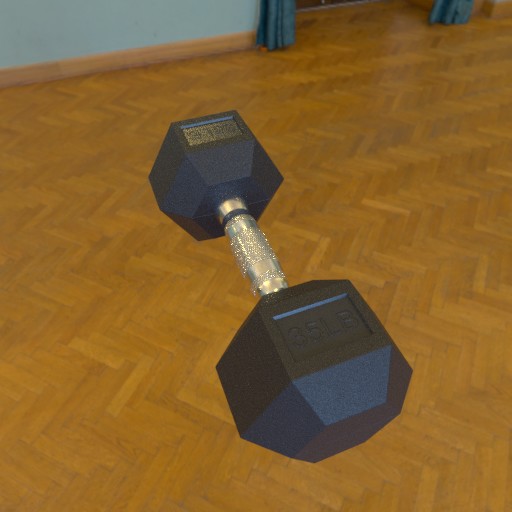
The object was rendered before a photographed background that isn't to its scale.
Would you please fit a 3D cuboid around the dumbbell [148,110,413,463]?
[{"bbox_3d":[0.000,0.000,0.418,0.141,0.123,0.356,-16,50,-14],"label":"dumbbell"}]
